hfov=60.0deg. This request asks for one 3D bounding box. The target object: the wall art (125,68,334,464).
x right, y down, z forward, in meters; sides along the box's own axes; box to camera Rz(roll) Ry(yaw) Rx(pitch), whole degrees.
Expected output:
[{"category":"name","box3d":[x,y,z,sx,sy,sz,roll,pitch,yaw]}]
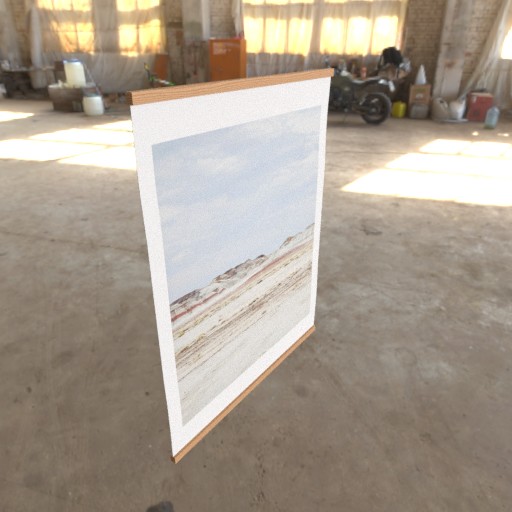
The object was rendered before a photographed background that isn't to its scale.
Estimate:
[{"category":"wall art","box3d":[0.000,0.000,0.675,0.010,0.507,0.404,18,32,32]}]
